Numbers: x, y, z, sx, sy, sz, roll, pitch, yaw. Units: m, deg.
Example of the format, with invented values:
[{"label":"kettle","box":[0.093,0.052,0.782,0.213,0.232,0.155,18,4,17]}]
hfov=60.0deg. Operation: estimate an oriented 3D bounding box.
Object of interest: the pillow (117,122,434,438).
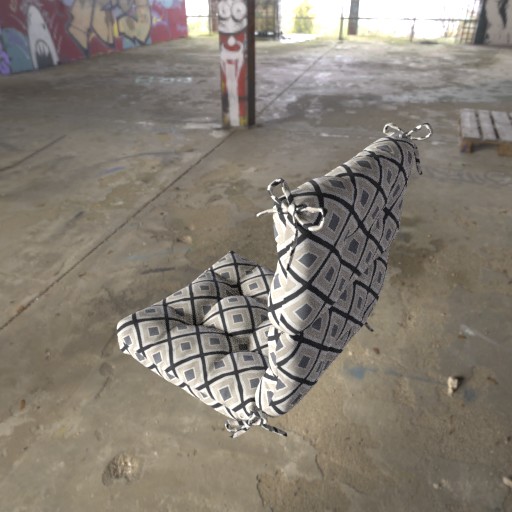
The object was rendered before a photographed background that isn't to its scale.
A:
[{"label":"pillow","box":[0.000,0.000,1.037,0.571,0.605,0.519,21,37,30]}]
